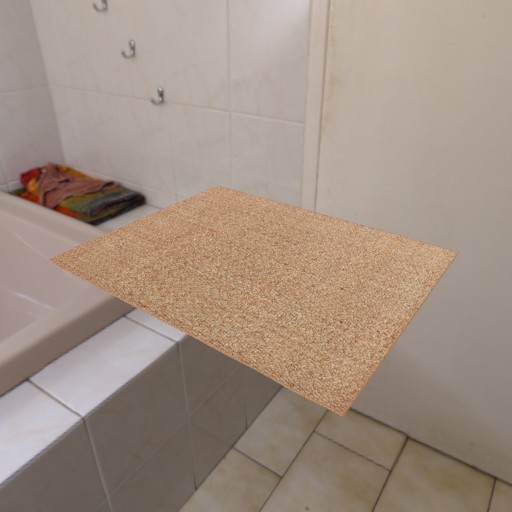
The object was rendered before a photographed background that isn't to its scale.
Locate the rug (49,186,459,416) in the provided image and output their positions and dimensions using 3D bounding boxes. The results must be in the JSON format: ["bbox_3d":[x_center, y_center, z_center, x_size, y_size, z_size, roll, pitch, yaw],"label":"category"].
[{"bbox_3d":[0.000,0.000,4.178,3.048,0.013,2.439,20,35,31],"label":"rug"}]
